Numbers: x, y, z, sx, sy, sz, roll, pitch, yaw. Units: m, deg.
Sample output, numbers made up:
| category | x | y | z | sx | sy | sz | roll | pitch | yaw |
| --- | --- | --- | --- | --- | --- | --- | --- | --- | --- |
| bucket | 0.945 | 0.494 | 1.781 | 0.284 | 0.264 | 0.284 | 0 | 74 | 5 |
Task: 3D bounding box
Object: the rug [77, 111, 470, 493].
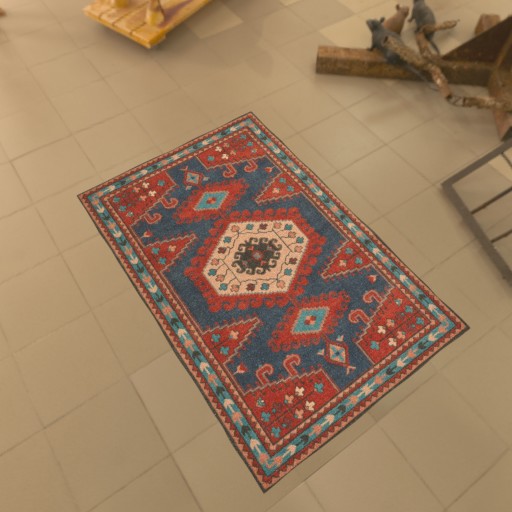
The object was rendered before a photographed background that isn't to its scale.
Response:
| category | x | y | z | sx | sy | sz | roll | pitch | yaw |
| --- | --- | --- | --- | --- | --- | --- | --- | --- | --- |
| rug | 0.000 | 0.000 | 2.296 | 1.207 | 0.012 | 1.820 | -31 | 64 | -17 |
